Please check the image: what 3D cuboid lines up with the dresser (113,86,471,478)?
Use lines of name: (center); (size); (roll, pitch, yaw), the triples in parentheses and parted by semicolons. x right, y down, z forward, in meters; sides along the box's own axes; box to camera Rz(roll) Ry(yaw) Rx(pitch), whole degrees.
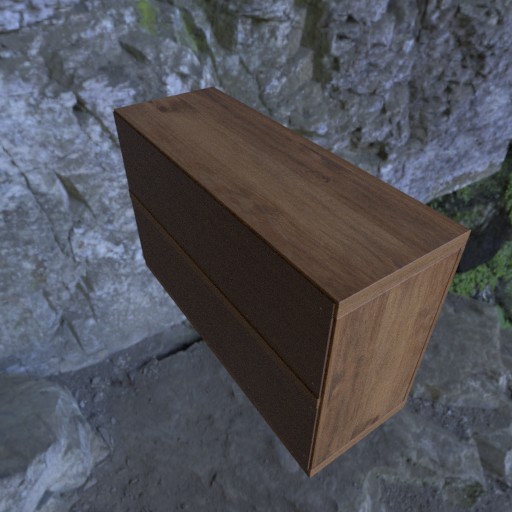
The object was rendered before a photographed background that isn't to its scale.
dresser: (0.000, 0.000, 1.664); (0.479, 0.825, 1.261); (-24, 45, -26)
